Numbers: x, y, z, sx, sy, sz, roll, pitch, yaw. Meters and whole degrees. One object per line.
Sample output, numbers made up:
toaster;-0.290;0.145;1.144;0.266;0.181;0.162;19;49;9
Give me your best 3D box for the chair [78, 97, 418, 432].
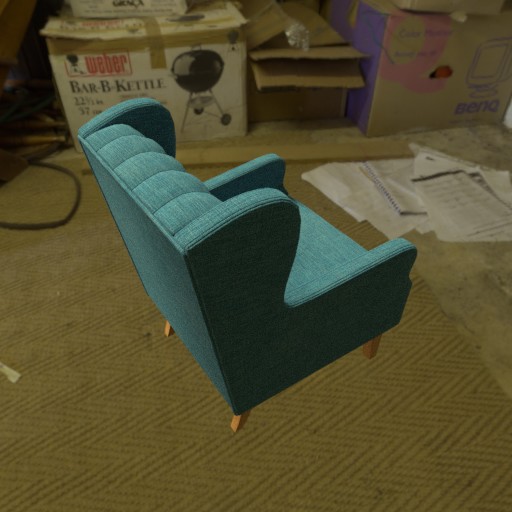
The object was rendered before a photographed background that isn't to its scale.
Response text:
chair;0.000;0.000;1.471;0.775;0.952;0.711;-25;47;-26
